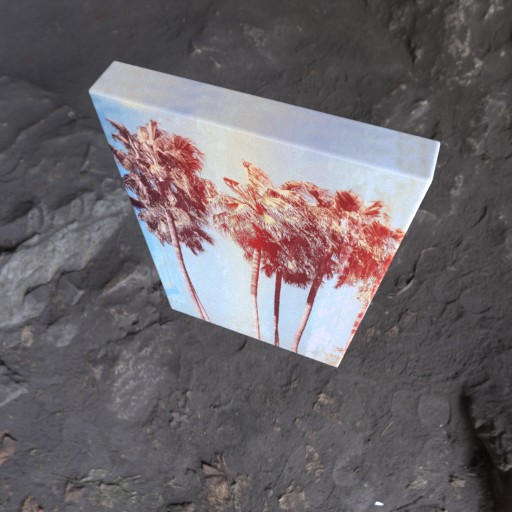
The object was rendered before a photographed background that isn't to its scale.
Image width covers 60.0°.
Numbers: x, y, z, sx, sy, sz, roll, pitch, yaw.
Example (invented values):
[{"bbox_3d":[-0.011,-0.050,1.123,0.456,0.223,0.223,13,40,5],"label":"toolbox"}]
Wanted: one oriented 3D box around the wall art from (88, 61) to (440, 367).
[{"bbox_3d":[0.000,0.000,0.473,0.251,0.380,0.039,18,60,11],"label":"wall art"}]
